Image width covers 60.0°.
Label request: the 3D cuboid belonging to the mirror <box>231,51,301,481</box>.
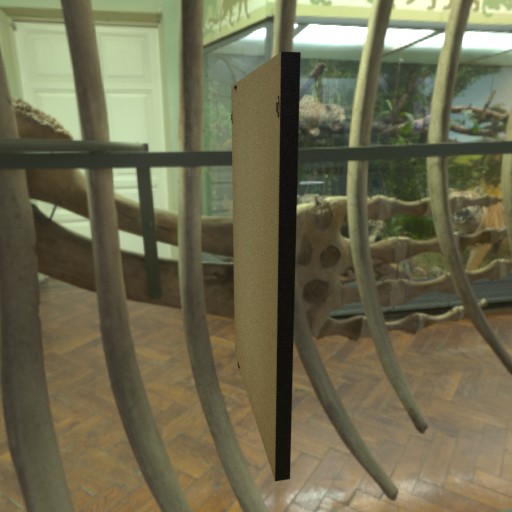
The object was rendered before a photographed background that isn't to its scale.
[{"bbox_3d":[0.000,0.000,1.193,0.041,0.915,0.609,-3,16,-11],"label":"mirror"}]
